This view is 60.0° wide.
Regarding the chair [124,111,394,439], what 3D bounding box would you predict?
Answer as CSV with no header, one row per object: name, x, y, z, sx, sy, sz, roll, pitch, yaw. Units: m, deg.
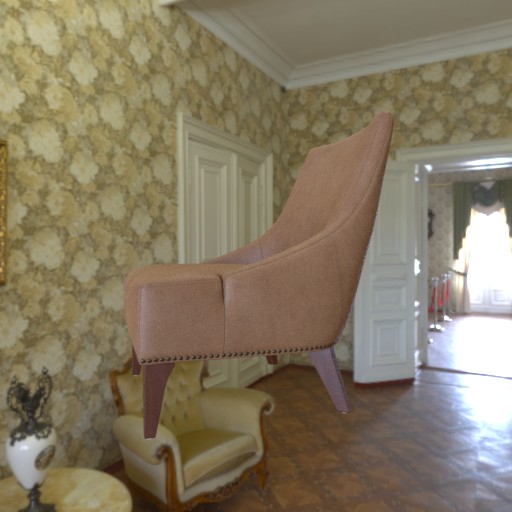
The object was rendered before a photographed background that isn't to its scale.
chair,0.000,0.000,1.517,0.861,0.909,0.701,0,0,-18
